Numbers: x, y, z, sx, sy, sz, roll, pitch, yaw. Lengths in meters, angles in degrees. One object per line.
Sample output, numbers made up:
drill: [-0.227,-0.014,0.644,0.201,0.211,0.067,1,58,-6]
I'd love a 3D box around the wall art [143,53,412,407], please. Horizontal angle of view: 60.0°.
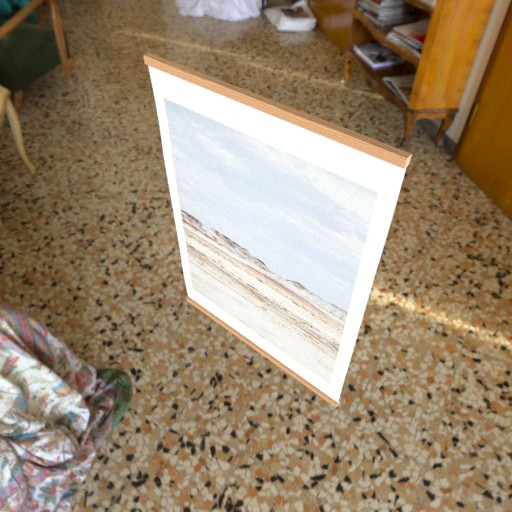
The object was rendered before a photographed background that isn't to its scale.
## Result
wall art: [0.000,0.000,1.348,0.739,1.016,0.020,31,53,26]
